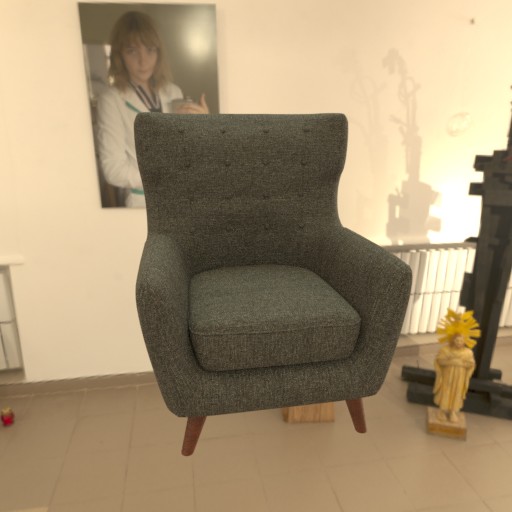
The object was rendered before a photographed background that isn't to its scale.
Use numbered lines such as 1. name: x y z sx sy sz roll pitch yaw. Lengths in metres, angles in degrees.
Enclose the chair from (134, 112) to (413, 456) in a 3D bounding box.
1. chair: 0.000 0.000 1.705 0.878 1.063 0.904 -3 17 -10
